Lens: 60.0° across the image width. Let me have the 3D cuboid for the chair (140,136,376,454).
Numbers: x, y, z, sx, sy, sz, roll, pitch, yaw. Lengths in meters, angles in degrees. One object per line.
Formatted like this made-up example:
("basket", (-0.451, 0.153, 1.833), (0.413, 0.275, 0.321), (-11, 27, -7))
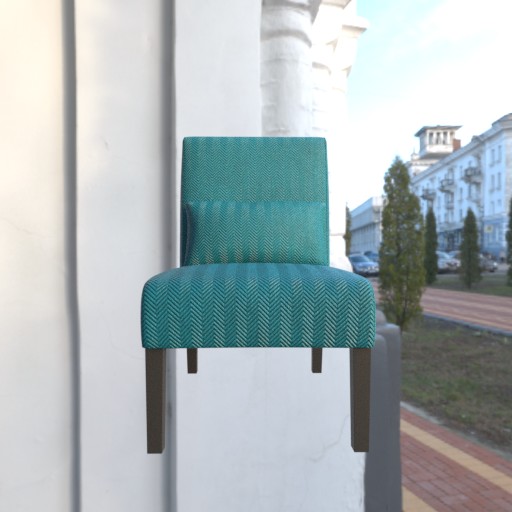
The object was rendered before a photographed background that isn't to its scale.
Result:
("chair", (0.000, 0.000, 1.425), (0.579, 0.927, 0.808), (0, 0, -1))
